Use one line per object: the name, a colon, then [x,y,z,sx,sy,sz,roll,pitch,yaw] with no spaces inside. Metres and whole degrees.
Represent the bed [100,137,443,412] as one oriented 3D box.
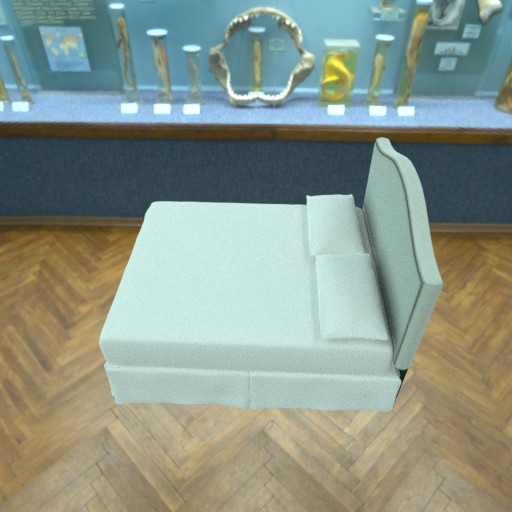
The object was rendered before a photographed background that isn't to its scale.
bed: [0.000,0.000,3.517,2.180,1.607,1.813,2,42,2]
